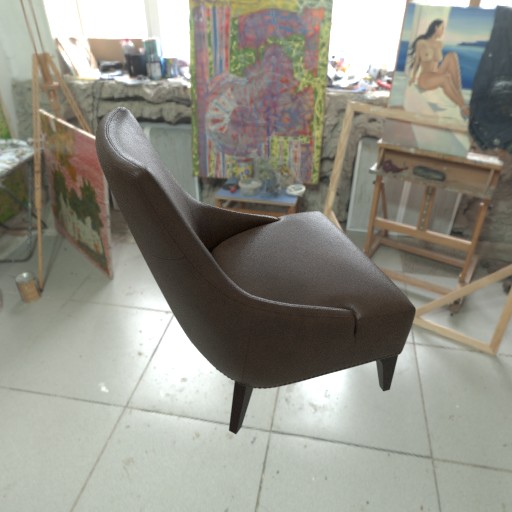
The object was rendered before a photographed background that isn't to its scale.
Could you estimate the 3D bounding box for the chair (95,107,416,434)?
[{"bbox_3d":[0.000,0.000,1.477,0.861,0.909,0.701,-11,35,-16],"label":"chair"}]
